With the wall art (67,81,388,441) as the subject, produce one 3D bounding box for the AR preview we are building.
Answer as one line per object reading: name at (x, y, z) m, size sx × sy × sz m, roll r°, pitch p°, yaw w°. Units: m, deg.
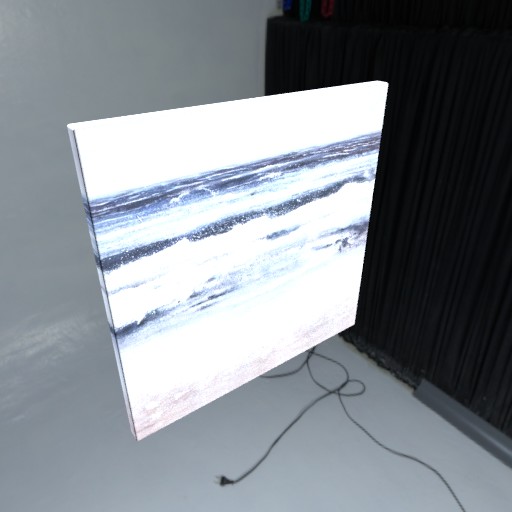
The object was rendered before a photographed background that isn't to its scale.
wall art at (0.000, 0.000, 1.095) m, size 0.755 × 0.747 × 0.065 m, roll -20°, pitch 36°, yaw -31°
